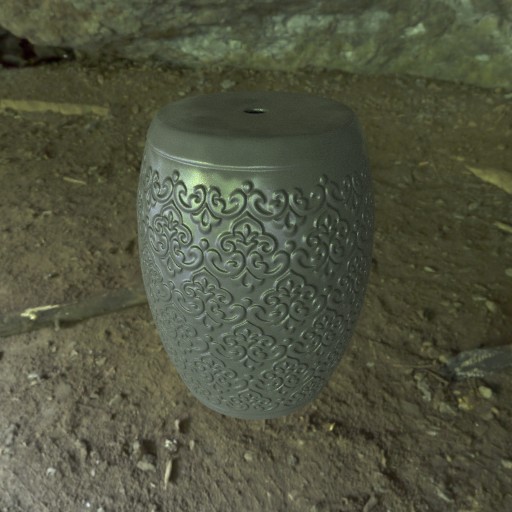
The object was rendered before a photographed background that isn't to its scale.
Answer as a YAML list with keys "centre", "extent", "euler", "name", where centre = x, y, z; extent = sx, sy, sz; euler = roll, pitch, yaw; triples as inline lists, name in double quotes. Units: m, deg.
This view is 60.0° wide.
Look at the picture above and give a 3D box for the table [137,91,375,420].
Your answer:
- centre: [0.000, 0.000, 0.614]
  extent: [0.309, 0.397, 0.309]
  euler: [0, 31, 0]
  name: "table"
